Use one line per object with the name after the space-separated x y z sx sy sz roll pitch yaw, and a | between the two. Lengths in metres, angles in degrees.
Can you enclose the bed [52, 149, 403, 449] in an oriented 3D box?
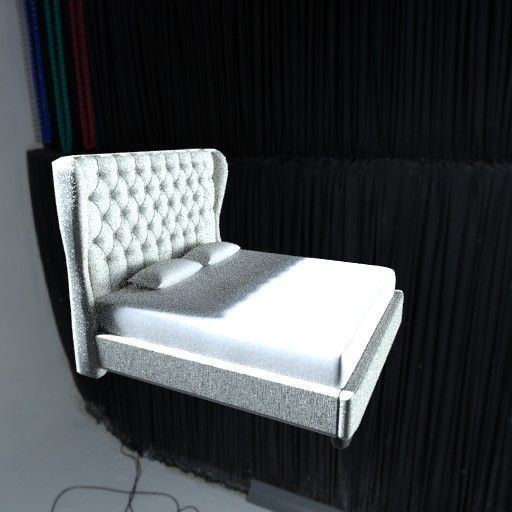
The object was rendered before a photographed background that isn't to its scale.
0.000 0.000 3.939 2.347 1.771 2.219 7 17 25 | bed
